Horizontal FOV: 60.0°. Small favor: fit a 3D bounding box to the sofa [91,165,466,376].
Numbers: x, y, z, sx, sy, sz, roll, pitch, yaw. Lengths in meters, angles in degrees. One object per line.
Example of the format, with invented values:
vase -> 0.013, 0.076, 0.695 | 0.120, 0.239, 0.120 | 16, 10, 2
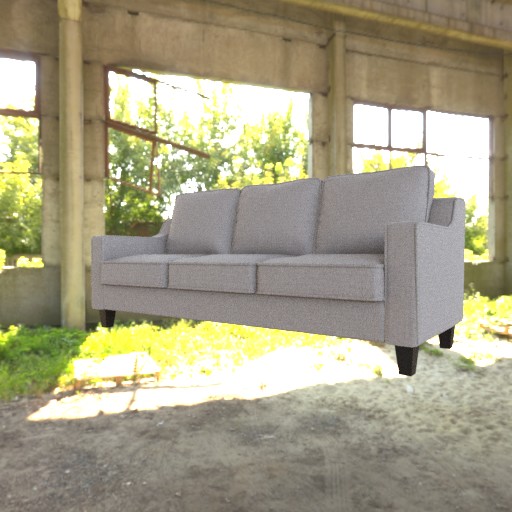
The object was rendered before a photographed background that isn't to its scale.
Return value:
sofa -> 0.000, 0.000, 2.637 | 2.129, 0.950, 0.899 | 0, 0, 36
